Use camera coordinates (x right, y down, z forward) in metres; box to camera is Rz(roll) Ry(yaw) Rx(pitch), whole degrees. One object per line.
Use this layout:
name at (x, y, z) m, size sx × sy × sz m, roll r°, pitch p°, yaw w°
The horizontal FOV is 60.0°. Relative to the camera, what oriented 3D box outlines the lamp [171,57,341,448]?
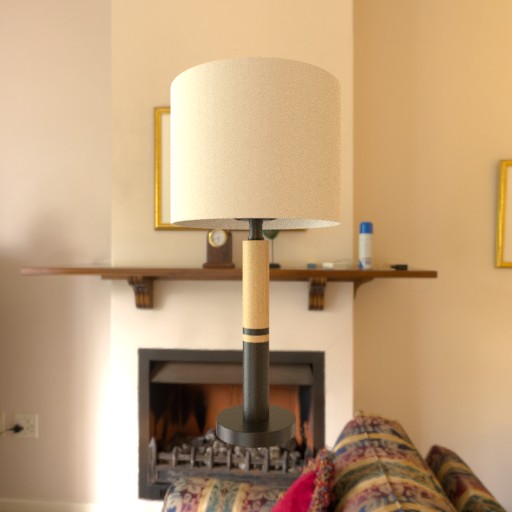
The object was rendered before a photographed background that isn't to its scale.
lamp at (0.000, 0.000, 0.809) m, size 0.305 × 0.640 × 0.305 m, roll 0°, pitch 0°, yaw -35°
